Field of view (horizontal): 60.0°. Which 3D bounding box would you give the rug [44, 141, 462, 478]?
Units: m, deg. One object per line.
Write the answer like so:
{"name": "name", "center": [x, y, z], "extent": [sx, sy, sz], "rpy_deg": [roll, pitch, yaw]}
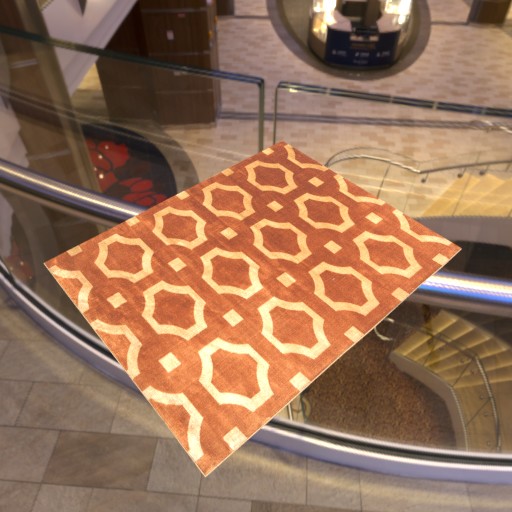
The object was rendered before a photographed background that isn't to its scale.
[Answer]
{"name": "rug", "center": [0.000, 0.000, 4.146], "extent": [3.049, 0.021, 2.466], "rpy_deg": [-33, 55, -27]}
